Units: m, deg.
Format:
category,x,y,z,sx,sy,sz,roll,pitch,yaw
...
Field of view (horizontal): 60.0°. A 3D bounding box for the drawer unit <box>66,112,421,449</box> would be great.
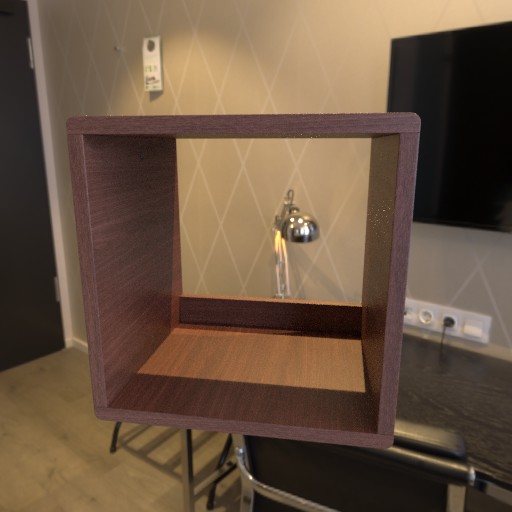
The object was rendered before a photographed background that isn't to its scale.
category,x,y,z,sx,sy,sz,roll,pitch,yaw
drawer unit,0.000,0.000,0.607,0.349,0.351,0.290,2,14,9
